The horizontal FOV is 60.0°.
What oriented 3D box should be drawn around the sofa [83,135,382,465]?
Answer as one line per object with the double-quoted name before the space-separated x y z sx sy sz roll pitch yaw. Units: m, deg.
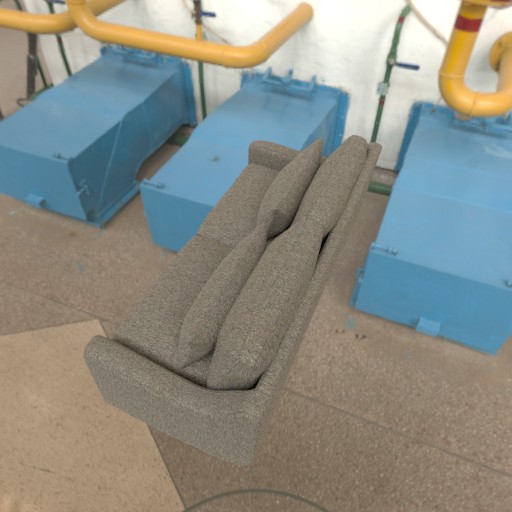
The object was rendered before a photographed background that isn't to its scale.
"sofa" 0.000 0.000 3.082 1.103 0.998 2.418 18 49 16
